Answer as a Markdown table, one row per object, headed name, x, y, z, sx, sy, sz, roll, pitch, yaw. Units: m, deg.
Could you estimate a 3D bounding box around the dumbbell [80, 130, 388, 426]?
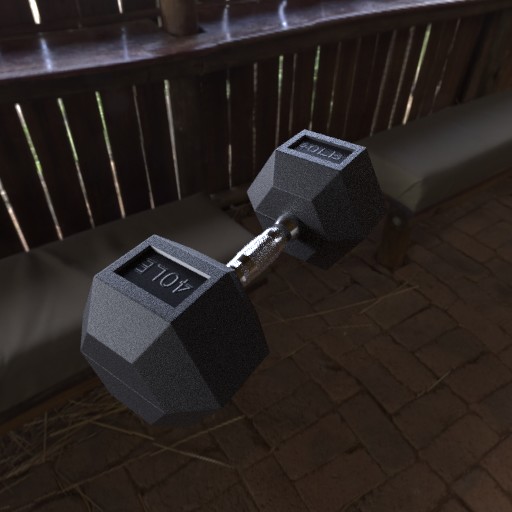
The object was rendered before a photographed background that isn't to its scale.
| name | x | y | z | sx | sy | sz | roll | pitch | yaw |
| --- | --- | --- | --- | --- | --- | --- | --- | --- | --- |
| dumbbell | 0.000 | 0.000 | 0.453 | 0.157 | 0.137 | 0.361 | 25 | 47 | 26 |
